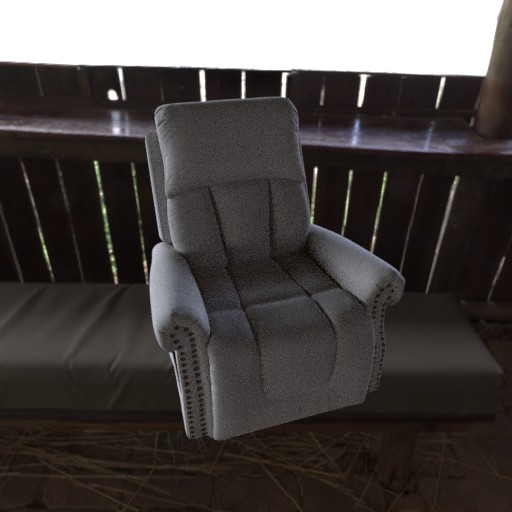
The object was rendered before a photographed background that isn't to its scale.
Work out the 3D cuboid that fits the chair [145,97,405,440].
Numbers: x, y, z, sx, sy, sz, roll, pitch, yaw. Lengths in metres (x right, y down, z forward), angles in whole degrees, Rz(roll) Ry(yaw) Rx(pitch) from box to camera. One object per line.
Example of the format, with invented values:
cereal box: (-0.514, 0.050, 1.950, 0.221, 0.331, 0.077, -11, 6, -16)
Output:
chair: (0.000, 0.000, 1.753, 0.871, 1.031, 0.979, -9, 32, -15)
